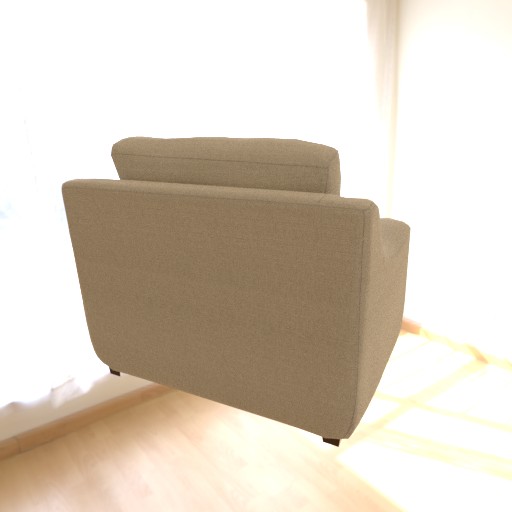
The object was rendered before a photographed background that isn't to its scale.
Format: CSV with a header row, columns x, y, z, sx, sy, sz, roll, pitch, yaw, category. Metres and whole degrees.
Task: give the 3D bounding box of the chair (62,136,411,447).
x,y,z,sx,sy,sz,roll,pitch,yaw,category
0.000,0.000,1.929,1.178,1.016,1.009,8,18,26,chair
